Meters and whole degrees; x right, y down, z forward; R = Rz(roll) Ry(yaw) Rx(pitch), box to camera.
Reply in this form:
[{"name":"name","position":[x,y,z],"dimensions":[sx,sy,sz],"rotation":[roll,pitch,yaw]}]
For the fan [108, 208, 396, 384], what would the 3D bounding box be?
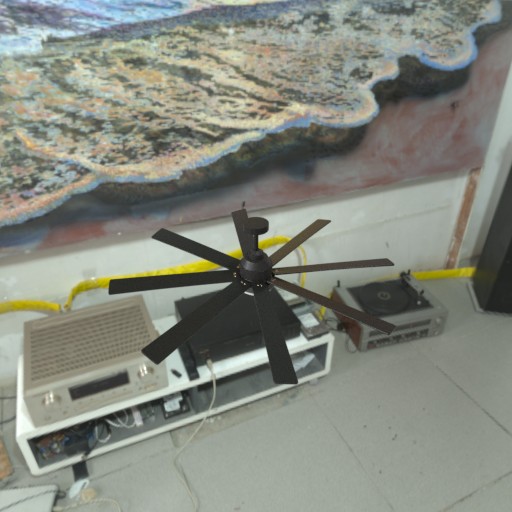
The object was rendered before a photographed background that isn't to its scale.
[{"name":"fan","position":[0.000,0.000,2.772],"dimensions":[1.830,0.472,1.830],"rotation":[21,38,30]}]
